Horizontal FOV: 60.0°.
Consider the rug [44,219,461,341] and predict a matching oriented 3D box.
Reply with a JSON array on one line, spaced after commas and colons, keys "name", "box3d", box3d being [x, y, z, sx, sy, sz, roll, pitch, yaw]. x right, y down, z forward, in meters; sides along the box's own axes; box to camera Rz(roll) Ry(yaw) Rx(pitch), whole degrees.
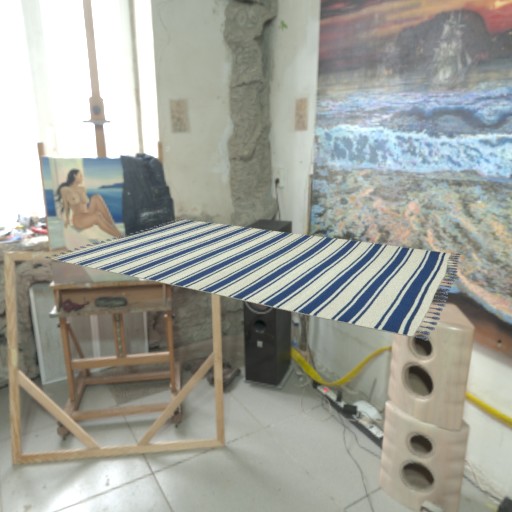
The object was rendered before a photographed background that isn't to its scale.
[{"name": "rug", "box3d": [0.000, 0.000, 2.566, 2.108, 0.009, 1.248, 9, 19, 28]}]
